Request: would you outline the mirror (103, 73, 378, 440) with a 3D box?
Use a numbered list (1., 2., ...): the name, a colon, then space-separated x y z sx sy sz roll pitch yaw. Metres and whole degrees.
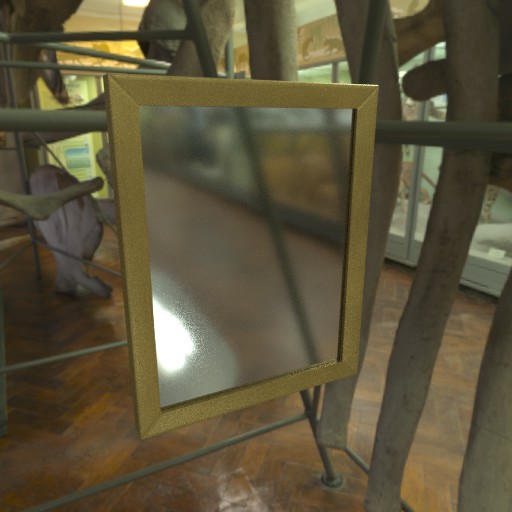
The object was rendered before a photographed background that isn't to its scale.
1. mirror: 0.000 0.000 0.690 0.405 0.508 0.041 -8 19 -25
